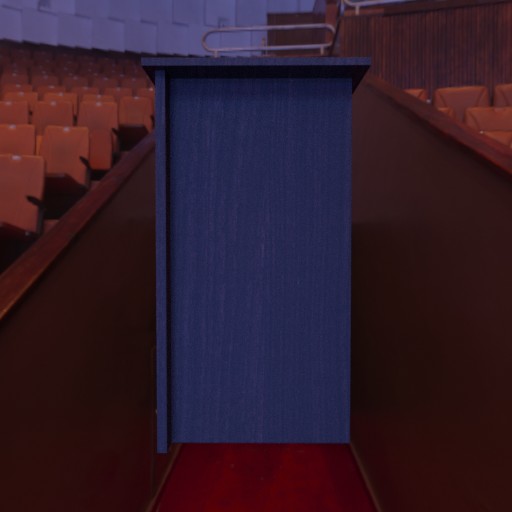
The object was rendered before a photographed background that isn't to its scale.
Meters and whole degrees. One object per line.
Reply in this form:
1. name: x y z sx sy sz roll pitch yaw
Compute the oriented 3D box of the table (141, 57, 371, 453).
1. table: 0.000 0.000 1.080 0.406 0.711 0.591 0 2 0
